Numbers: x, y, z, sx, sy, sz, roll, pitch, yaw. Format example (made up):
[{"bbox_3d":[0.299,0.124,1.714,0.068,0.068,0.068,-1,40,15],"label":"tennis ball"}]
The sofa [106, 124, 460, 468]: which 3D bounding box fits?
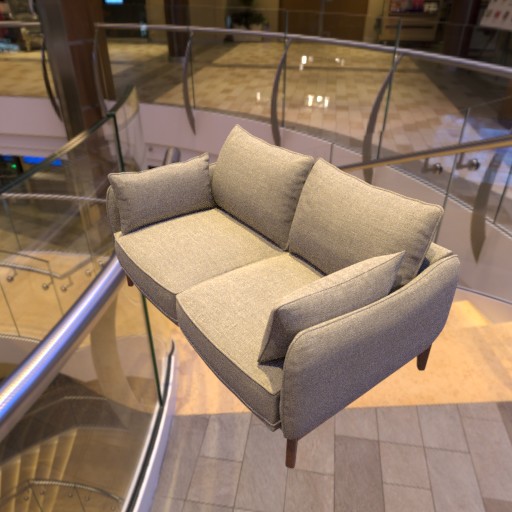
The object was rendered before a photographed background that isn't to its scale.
[{"bbox_3d":[0.000,0.000,2.147,0.972,0.851,1.580,-22,38,-31],"label":"sofa"}]
